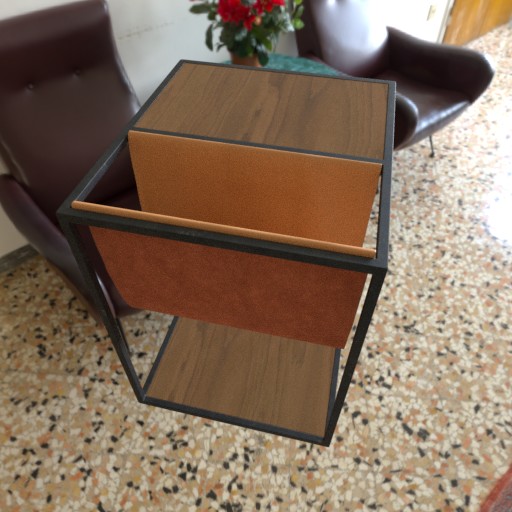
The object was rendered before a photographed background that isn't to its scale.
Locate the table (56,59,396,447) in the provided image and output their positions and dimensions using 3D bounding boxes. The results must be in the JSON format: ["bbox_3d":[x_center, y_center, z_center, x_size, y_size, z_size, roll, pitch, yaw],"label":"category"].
[{"bbox_3d":[0.000,0.000,0.852,0.399,0.536,0.450,10,48,9],"label":"table"}]
